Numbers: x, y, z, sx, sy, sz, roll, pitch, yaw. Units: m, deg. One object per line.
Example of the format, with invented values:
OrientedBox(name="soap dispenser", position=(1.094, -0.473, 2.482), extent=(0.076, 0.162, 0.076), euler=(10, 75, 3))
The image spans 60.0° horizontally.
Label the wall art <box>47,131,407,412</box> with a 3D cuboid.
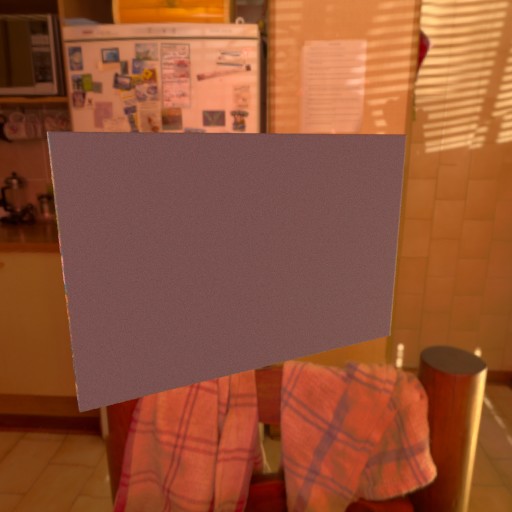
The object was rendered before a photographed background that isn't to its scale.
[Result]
OrientedBox(name="wall art", position=(0.000, 0.000, 0.762), extent=(0.610, 0.406, 0.037), euler=(-7, 16, -26))
